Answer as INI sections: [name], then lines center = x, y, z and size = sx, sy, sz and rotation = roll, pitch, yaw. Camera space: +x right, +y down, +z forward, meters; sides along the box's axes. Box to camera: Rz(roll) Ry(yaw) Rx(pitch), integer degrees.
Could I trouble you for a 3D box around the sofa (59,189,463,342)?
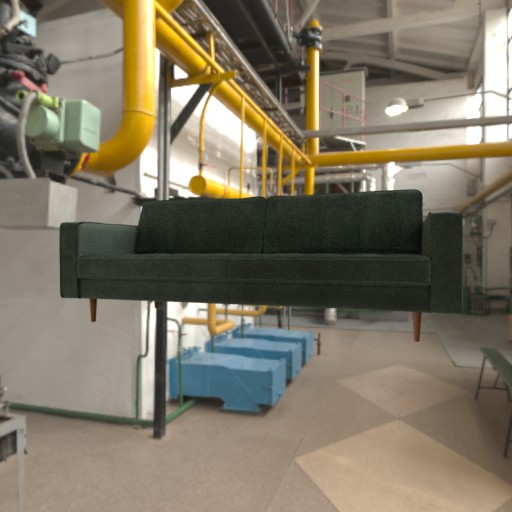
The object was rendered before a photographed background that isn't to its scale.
[sofa]
center = 0.000, 0.000, 2.661
size = 2.214, 0.781, 0.886
rotation = 0, 0, 19
